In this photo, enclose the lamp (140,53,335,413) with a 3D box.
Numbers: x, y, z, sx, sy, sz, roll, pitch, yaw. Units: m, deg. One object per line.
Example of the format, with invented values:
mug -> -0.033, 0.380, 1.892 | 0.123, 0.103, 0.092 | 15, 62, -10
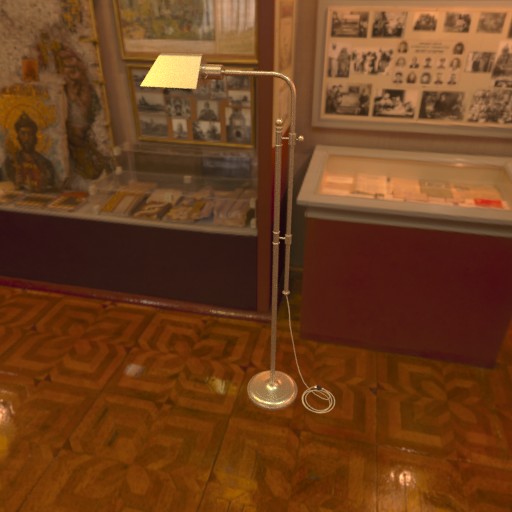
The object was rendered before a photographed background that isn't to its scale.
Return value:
lamp -> 0.000, 0.000, 1.900 | 0.813, 1.571, 0.256 | 8, 31, 13
